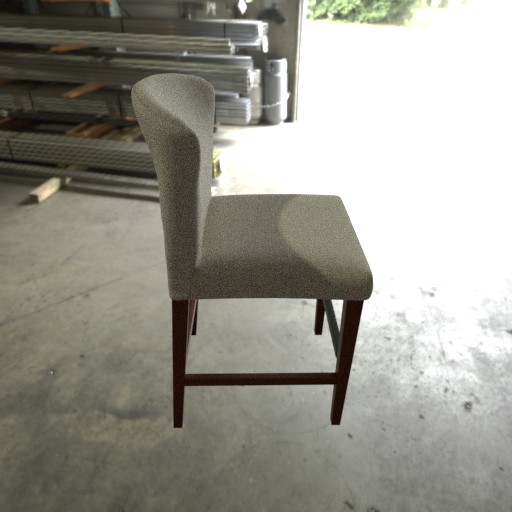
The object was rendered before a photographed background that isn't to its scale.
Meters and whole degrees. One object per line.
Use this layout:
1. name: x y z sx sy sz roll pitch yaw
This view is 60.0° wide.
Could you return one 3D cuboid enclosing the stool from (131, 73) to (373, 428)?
1. stool: 0.000 0.000 1.290 0.568 0.969 0.481 0 32 -1
